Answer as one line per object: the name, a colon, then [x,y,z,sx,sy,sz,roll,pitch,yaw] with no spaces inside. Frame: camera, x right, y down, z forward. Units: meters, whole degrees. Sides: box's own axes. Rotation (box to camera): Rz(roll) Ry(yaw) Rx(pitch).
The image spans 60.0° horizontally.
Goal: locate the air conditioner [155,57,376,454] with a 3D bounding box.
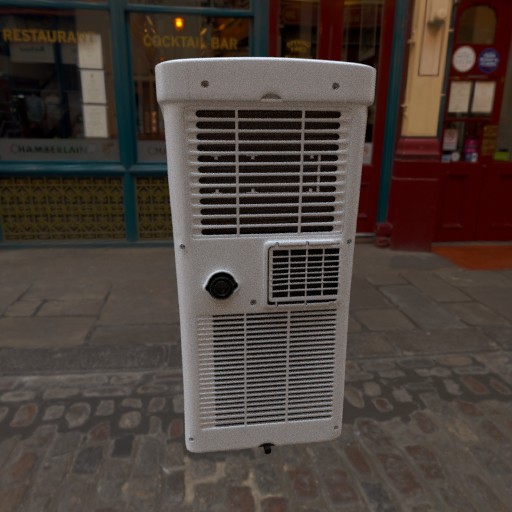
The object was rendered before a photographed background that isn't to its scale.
air conditioner: [0.000,0.000,0.929,0.352,0.716,0.369,-2,15,-7]
